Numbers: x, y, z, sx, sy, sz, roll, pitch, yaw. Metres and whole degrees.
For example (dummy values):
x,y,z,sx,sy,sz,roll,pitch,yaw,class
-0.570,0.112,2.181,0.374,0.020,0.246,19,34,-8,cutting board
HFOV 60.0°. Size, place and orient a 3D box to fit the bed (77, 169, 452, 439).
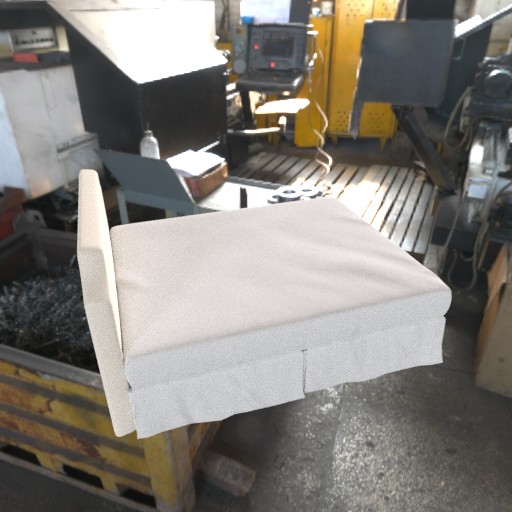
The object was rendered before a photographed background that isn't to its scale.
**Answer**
x,y,z,sx,sy,sz,roll,pitch,yaw,class
0.000,0.000,3.597,2.498,1.293,1.977,-10,32,-16,bed
